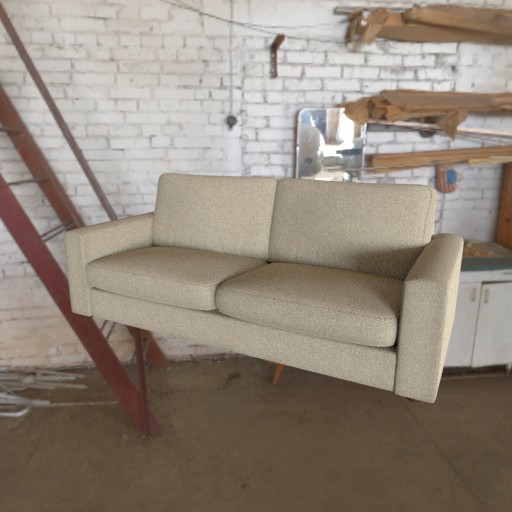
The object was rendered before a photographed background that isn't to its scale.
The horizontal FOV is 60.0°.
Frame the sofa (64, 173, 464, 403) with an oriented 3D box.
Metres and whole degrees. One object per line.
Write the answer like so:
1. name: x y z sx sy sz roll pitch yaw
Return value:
1. sofa: 0.000 0.000 2.637 2.179 0.873 1.016 8 17 27
